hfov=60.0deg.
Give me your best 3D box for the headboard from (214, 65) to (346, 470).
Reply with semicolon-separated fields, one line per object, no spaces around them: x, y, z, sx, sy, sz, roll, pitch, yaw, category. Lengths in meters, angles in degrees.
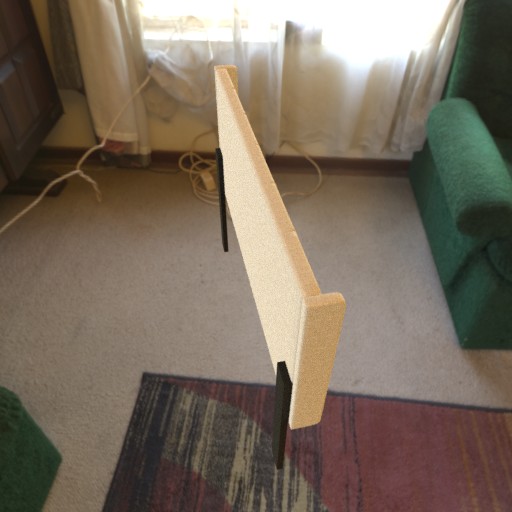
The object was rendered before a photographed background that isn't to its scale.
0.000;0.000;2.708;0.184;1.524;2.051;-9;45;-9;headboard
